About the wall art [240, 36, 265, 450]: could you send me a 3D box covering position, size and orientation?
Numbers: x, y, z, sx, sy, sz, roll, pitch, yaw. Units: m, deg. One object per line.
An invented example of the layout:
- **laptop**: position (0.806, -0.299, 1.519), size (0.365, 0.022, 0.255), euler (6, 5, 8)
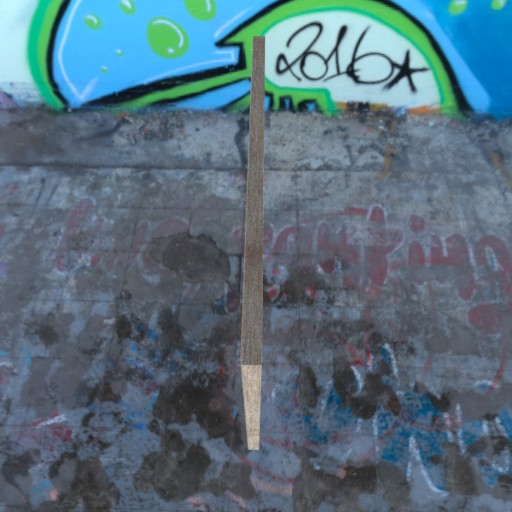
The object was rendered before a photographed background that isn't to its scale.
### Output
- **wall art**: position (0.000, 0.000, 0.966), size (0.026, 0.588, 0.690), euler (1, 57, 1)
